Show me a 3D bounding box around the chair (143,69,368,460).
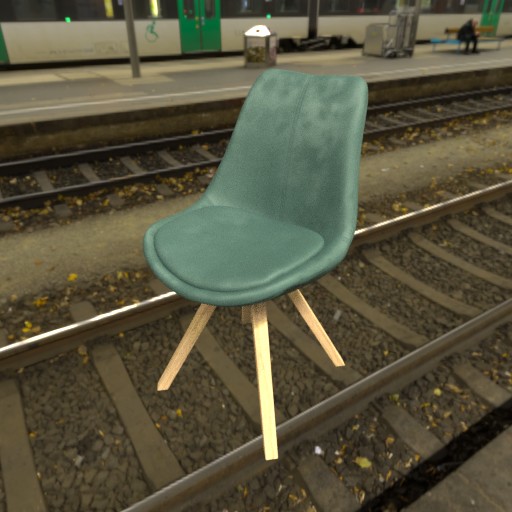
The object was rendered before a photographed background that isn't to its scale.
[{"bbox_3d":[0.000,0.000,1.185,0.483,0.865,0.547,20,35,31],"label":"chair"}]
